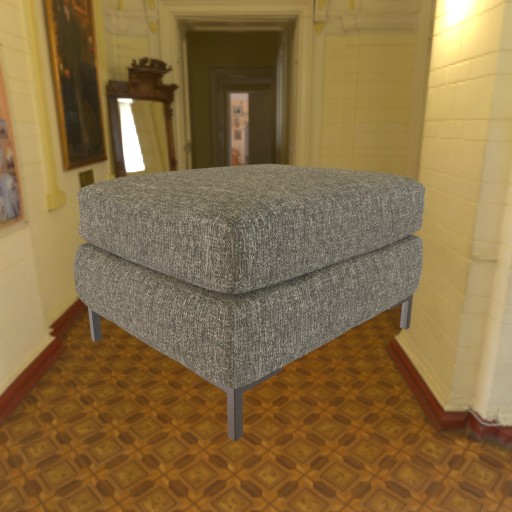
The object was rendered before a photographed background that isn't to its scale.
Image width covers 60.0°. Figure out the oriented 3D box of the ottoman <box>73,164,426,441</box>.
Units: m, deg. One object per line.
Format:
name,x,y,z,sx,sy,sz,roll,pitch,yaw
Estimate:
ottoman,0.000,0.000,1.263,0.683,0.480,0.828,16,22,43
